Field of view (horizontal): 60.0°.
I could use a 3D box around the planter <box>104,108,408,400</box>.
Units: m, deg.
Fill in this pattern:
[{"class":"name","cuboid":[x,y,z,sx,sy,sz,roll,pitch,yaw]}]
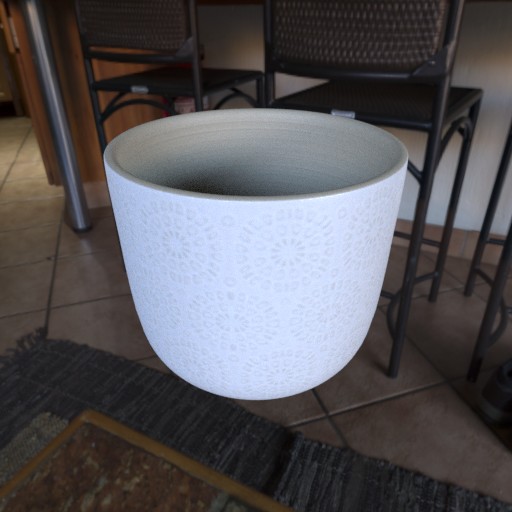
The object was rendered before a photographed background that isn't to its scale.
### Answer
[{"class":"planter","cuboid":[0.000,0.000,0.362,0.208,0.190,0.208,0,31,0]}]
